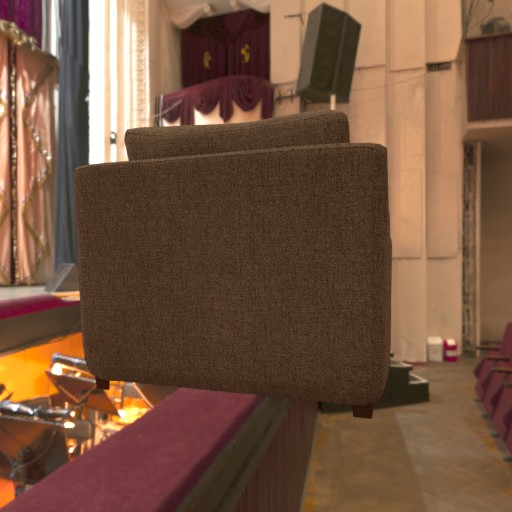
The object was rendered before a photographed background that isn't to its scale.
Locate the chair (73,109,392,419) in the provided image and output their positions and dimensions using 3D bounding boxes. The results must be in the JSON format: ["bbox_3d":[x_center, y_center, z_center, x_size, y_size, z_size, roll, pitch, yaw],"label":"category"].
[{"bbox_3d":[0.000,0.000,1.939,1.138,1.037,1.009,0,0,18],"label":"chair"}]
